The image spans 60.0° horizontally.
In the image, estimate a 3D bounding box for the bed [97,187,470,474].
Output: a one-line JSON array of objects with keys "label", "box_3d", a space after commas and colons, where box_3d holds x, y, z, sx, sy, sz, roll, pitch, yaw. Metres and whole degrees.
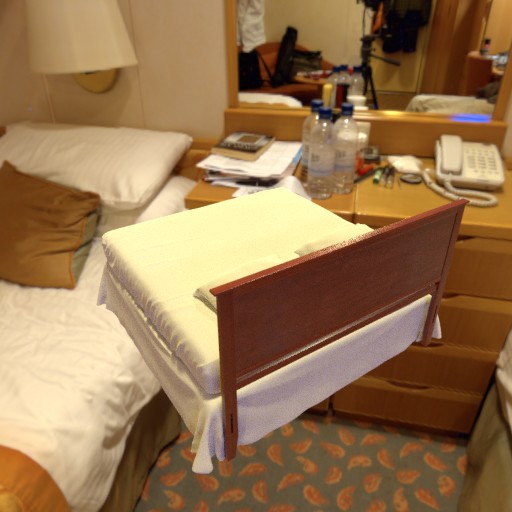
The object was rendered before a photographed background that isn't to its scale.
[{"label": "bed", "box_3d": [0.000, 0.000, 3.646, 2.314, 1.271, 2.219, -19, 35, -29]}]
